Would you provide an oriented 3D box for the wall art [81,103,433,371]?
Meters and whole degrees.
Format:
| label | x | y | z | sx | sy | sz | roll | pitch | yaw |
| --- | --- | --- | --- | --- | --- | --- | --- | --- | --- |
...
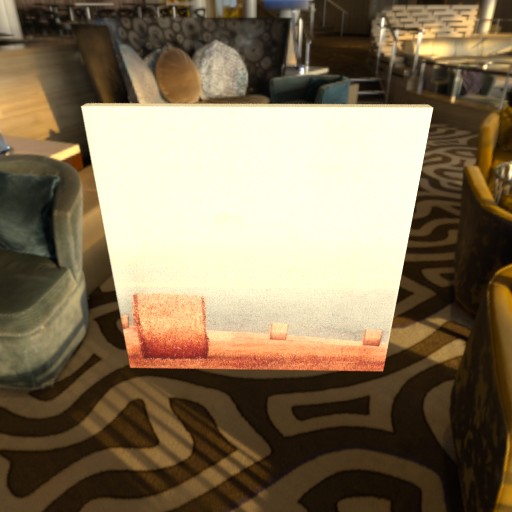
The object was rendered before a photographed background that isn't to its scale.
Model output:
| label | x | y | z | sx | sy | sz | roll | pitch | yaw |
| --- | --- | --- | --- | --- | --- | --- | --- | --- | --- |
| wall art | 0.000 | 0.000 | 0.923 | 0.605 | 0.605 | 0.034 | 1 | 30 | 1 |
